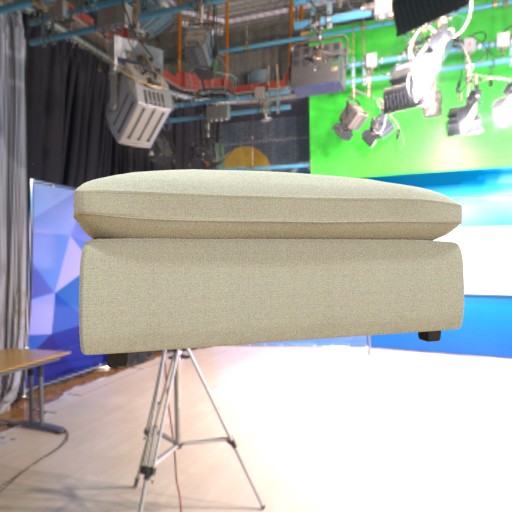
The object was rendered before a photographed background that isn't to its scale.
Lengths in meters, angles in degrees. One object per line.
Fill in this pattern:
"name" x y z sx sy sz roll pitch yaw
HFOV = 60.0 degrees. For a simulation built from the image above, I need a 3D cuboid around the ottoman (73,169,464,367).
"ottoman" 0.000 0.000 1.332 0.984 0.453 0.686 0 1 -18
